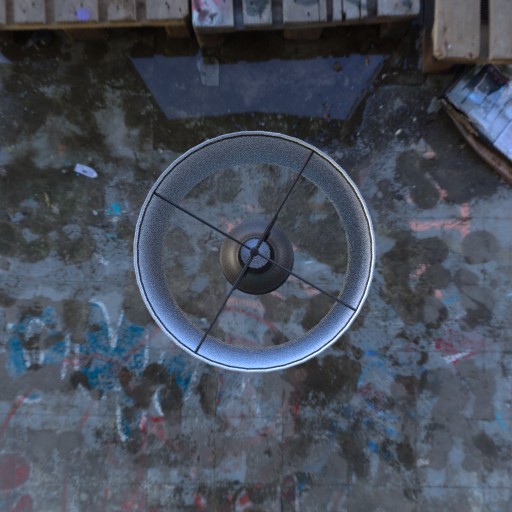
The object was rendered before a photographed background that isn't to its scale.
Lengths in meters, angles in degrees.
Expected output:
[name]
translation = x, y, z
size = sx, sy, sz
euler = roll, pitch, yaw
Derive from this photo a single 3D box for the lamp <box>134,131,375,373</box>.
[lamp]
translation = 0.000, 0.000, 0.657
size = 0.251, 0.509, 0.251
euler = 0, 89, 0
